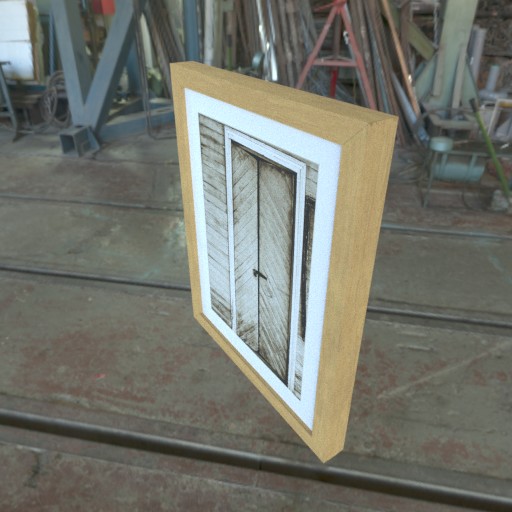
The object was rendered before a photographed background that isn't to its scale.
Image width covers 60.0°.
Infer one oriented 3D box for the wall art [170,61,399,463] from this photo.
[{"bbox_3d":[0.000,0.000,0.515,0.030,0.380,0.312,-20,37,-29],"label":"wall art"}]
